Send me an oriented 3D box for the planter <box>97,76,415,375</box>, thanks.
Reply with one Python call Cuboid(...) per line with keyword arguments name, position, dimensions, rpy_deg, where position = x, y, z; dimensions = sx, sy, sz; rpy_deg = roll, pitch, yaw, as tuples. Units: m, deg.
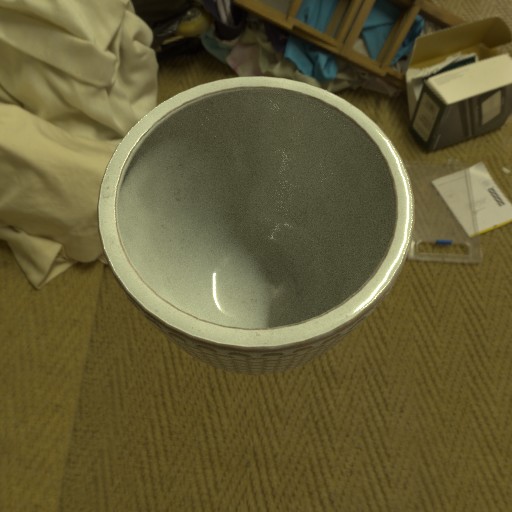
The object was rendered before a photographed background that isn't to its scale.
Cuboid(name="planter", position=(0.000, 0.000, 0.358), dimensions=(0.197, 0.191, 0.197), rpy_deg=(0, 66, 0))
